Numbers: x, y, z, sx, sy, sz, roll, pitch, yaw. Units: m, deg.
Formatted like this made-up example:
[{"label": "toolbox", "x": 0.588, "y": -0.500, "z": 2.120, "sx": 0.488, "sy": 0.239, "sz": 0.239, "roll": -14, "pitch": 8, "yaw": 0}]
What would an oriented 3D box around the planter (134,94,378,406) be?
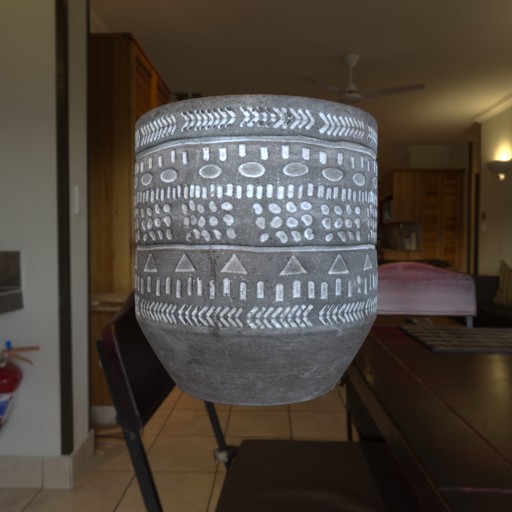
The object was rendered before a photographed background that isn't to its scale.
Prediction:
[{"label": "planter", "x": 0.000, "y": 0.000, "z": 0.269, "sx": 0.142, "sy": 0.149, "sz": 0.142, "roll": 0, "pitch": 1, "yaw": 0}]
